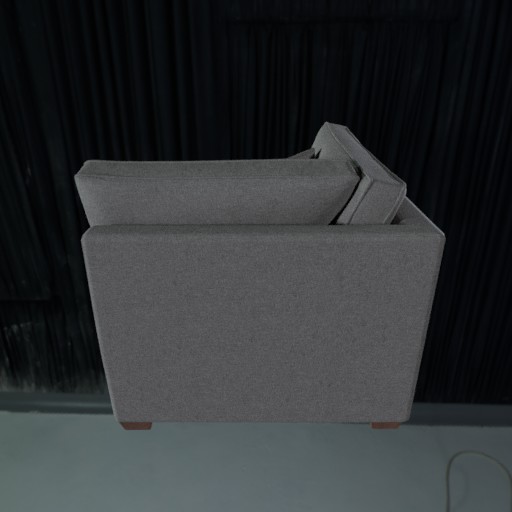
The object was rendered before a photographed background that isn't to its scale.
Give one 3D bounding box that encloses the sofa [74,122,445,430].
[{"bbox_3d":[0.000,0.000,1.942,1.146,1.002,1.084,0,26,0],"label":"sofa"}]
